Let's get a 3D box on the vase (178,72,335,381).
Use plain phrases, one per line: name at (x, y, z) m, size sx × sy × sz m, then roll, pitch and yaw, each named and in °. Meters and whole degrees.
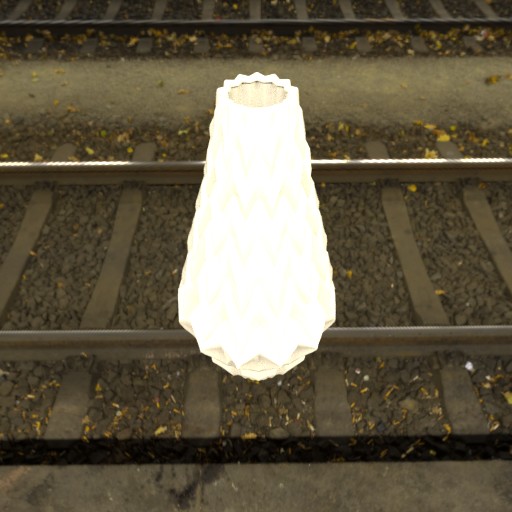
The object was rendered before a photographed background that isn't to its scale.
vase at (0.000, 0.000, 0.418) m, size 0.167 × 0.328 × 0.167 m, roll 0°, pitch 47°, yaw 0°
